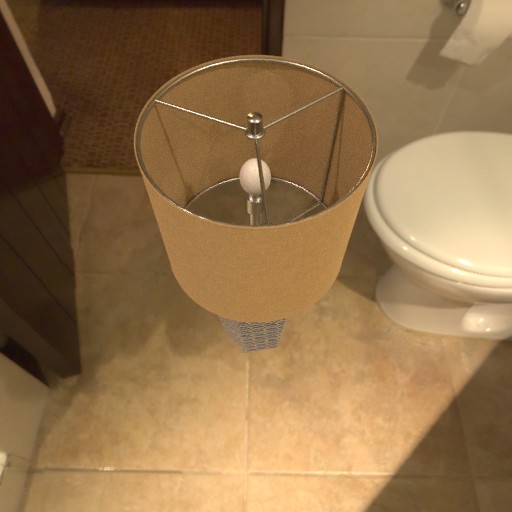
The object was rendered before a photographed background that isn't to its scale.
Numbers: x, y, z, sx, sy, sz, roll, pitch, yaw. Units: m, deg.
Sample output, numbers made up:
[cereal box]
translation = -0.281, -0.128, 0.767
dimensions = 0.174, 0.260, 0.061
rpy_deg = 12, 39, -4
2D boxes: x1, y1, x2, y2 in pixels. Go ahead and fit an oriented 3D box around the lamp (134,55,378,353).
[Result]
[lamp]
translation = 0.000, 0.000, 0.859
dimensions = 0.320, 0.682, 0.320
rpy_deg = -32, 63, -18
